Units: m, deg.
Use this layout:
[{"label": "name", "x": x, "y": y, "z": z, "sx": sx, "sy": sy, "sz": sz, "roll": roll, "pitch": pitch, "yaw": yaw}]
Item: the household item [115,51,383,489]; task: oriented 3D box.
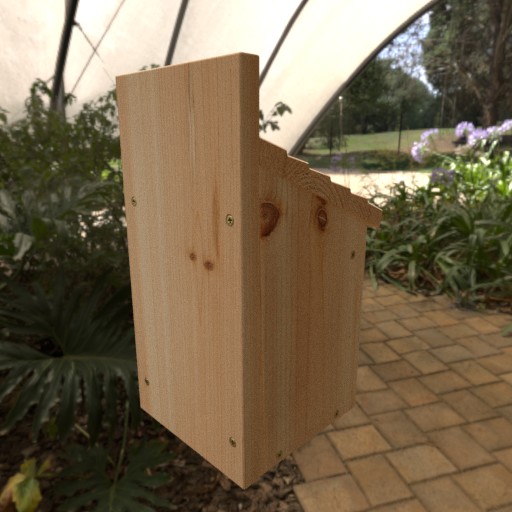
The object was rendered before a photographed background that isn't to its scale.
[{"label": "household item", "x": 0.000, "y": 0.000, "z": 0.397, "sx": 0.171, "sy": 0.300, "sz": 0.149, "roll": -14, "pitch": 21, "yaw": -43}]
